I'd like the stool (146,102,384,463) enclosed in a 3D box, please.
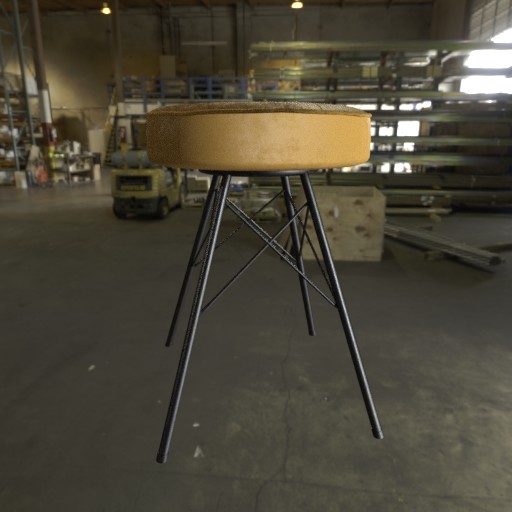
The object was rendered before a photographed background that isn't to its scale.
[{"bbox_3d":[0.000,0.000,0.928,0.438,0.595,0.472,-2,15,-7],"label":"stool"}]
